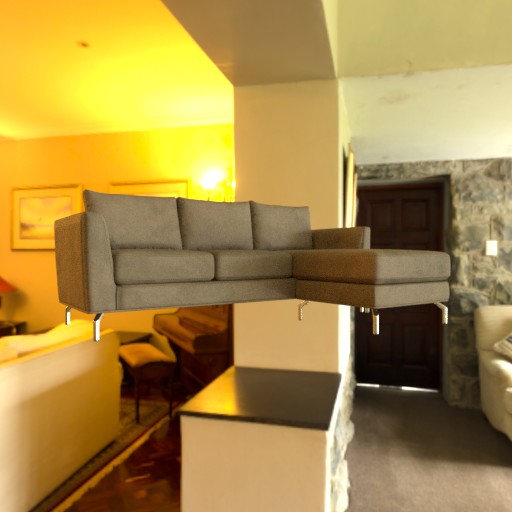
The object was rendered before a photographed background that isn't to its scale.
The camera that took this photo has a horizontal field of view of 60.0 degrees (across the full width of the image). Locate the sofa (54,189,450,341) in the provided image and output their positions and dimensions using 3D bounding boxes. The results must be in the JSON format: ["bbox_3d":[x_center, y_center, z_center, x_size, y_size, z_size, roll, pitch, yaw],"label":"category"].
[{"bbox_3d":[0.000,0.000,3.236,2.438,0.987,1.622,0,0,-35],"label":"sofa"}]
